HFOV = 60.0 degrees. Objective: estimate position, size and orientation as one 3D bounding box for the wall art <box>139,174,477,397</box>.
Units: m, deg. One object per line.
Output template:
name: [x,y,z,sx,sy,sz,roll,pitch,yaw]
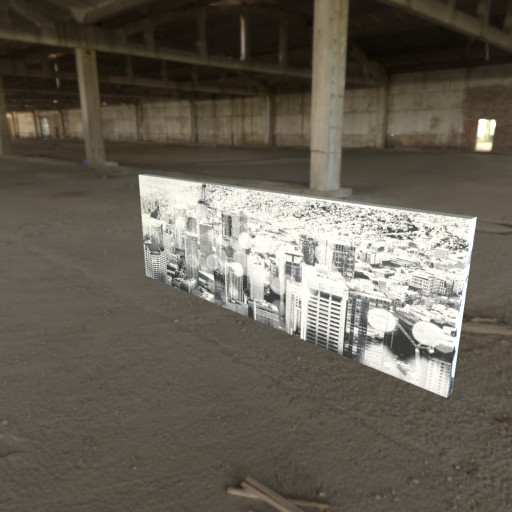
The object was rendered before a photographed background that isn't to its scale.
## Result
wall art: [0.000,0.000,1.688,1.520,0.507,0.044,15,22,42]
